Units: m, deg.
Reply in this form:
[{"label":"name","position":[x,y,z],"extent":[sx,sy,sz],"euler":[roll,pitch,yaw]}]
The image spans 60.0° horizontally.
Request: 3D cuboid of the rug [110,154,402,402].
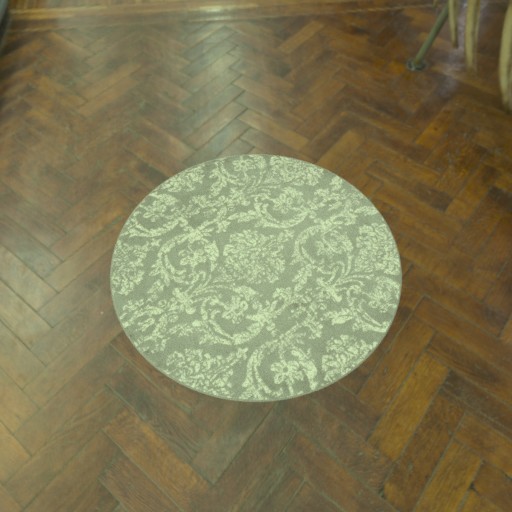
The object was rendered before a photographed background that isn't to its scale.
[{"label":"rug","position":[0.000,0.000,2.457],"extent":[1.593,0.012,1.593],"euler":[0,57,0]}]
